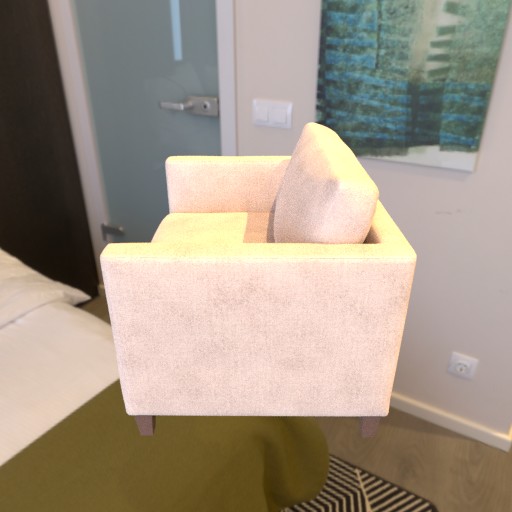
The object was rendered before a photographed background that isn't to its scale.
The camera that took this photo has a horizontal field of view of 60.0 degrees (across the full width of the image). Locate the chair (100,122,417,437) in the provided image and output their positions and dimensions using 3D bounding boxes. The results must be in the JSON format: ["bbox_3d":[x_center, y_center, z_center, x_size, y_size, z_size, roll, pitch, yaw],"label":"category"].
[{"bbox_3d":[0.000,0.000,1.874,0.959,0.961,1.133,0,27,0],"label":"chair"}]
